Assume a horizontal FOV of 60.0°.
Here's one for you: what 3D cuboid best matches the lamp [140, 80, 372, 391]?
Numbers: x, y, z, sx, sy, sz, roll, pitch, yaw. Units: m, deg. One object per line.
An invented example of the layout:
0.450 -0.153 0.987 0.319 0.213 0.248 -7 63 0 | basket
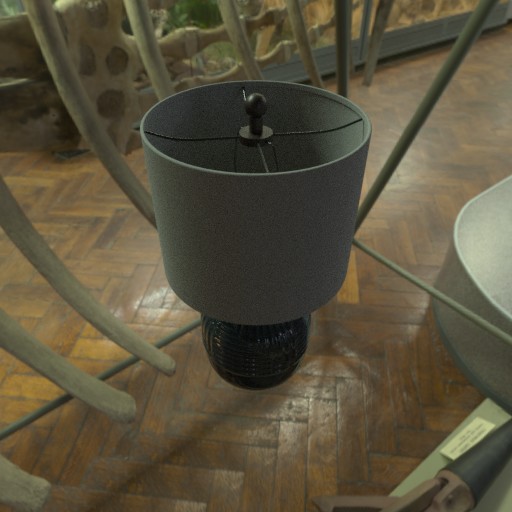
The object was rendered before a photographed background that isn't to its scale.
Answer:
0.000 0.000 0.777 0.318 0.567 0.318 0 40 0 | lamp
